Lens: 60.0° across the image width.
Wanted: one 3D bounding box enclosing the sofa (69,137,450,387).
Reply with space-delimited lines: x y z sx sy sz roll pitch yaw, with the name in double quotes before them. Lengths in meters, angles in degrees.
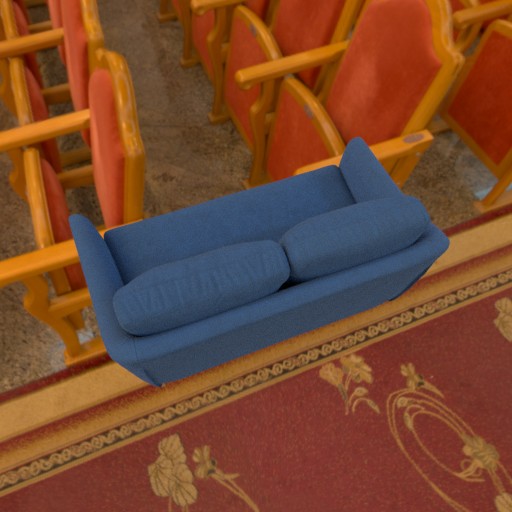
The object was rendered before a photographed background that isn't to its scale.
"sofa" 0.000 0.000 2.211 1.619 0.902 0.960 -18 59 -11
